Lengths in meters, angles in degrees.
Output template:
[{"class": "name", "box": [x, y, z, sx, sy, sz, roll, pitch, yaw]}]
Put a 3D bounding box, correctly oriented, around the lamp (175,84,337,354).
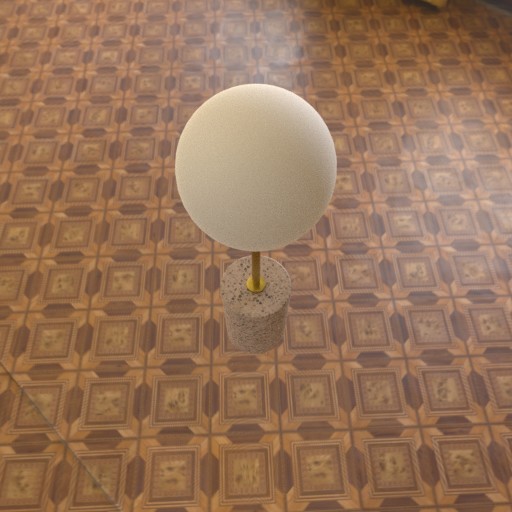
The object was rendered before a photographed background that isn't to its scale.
[{"class": "lamp", "box": [0.000, 0.000, 0.566, 0.153, 0.480, 0.153, 0, 59, 0]}]
